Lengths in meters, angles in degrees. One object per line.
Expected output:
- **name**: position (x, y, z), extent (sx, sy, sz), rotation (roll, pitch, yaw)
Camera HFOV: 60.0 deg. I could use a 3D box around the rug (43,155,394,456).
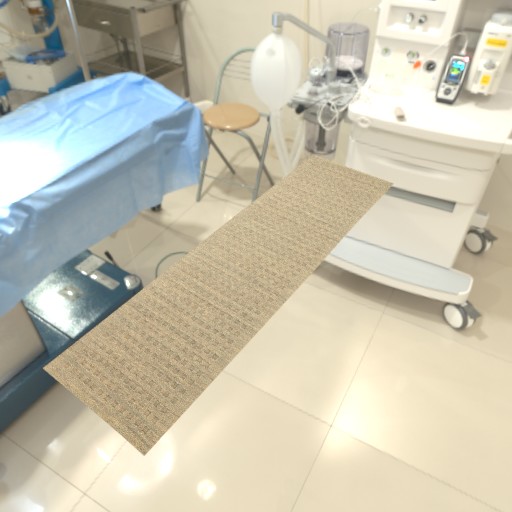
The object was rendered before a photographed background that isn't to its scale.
- **rug**: position (0.000, 0.000, 2.650), extent (0.688, 0.005, 2.437), rotation (27, 49, 26)
